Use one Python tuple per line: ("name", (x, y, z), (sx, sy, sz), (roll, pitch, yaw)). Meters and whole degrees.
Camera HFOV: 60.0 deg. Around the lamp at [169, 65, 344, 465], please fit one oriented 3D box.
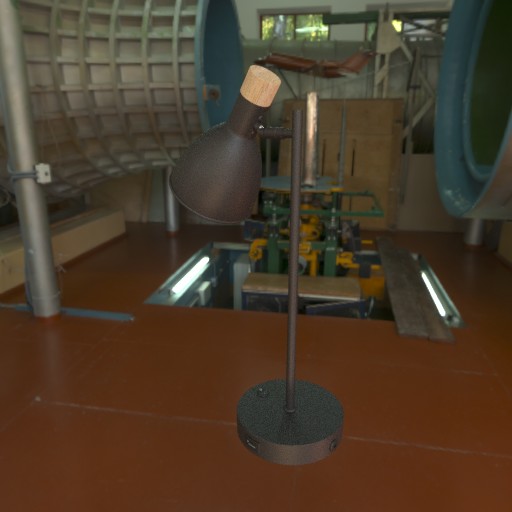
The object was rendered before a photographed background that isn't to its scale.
("lamp", (0.000, 0.000, 0.607), (0.287, 0.483, 0.152), (16, 23, 42))
